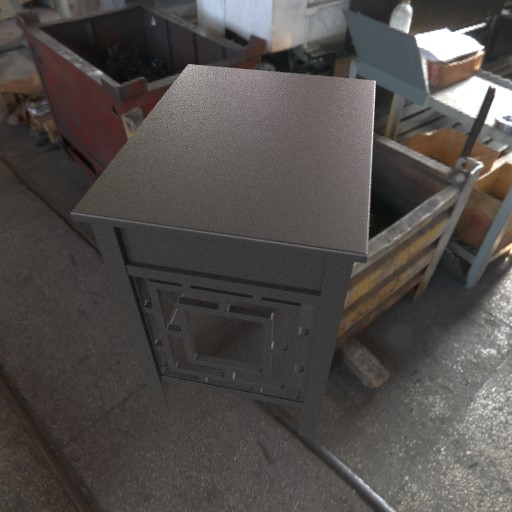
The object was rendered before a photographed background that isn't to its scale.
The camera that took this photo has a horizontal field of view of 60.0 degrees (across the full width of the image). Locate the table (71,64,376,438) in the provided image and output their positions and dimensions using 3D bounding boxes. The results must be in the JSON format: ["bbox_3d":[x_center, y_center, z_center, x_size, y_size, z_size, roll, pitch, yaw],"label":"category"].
[{"bbox_3d":[0.000,0.000,1.053,0.451,0.646,0.564,9,46,8],"label":"table"}]
